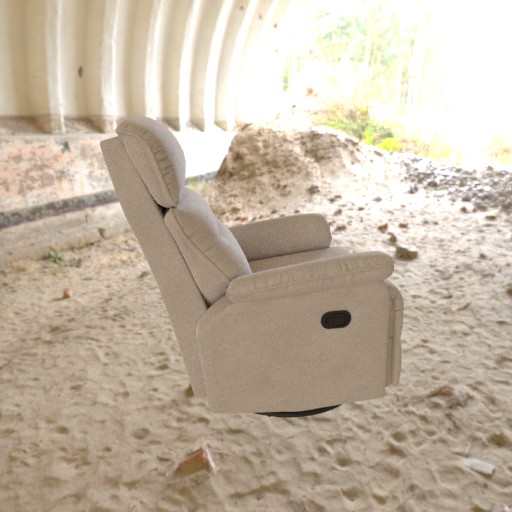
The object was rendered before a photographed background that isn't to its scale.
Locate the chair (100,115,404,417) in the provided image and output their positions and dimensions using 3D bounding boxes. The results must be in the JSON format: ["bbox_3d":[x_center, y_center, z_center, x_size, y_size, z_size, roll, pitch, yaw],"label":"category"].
[{"bbox_3d":[0.000,0.000,1.723,1.001,1.039,0.820,-3,16,-10],"label":"chair"}]
